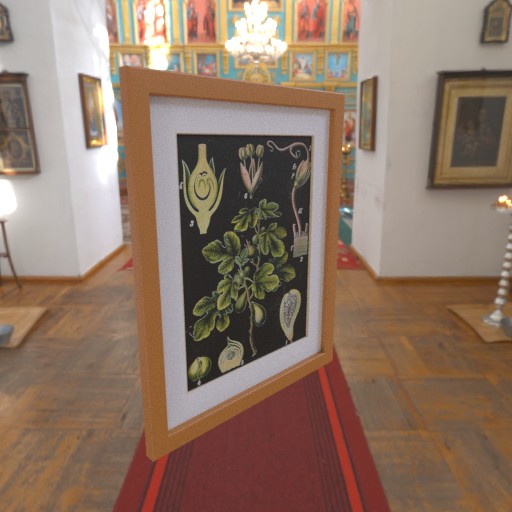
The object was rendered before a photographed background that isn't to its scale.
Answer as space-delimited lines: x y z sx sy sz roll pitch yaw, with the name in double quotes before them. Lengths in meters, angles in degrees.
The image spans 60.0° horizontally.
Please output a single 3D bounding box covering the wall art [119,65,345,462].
"wall art" 0.000 0.000 0.756 0.452 0.553 0.022 -14 20 -43
